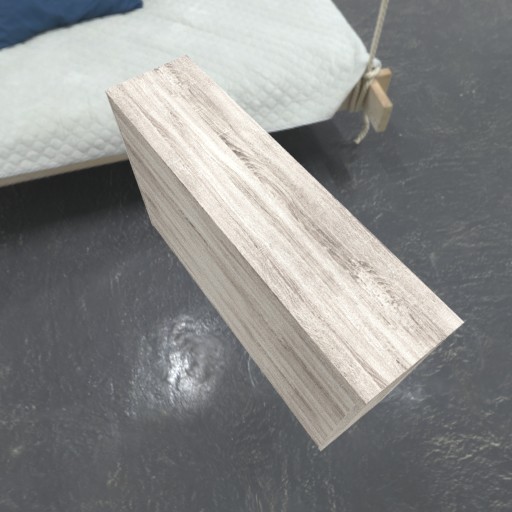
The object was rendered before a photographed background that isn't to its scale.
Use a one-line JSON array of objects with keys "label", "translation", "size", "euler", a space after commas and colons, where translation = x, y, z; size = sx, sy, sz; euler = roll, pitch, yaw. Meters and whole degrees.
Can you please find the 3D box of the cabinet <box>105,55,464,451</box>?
[{"label": "cabinet", "translation": [0.000, 0.000, 1.846], "size": [0.380, 0.900, 1.450], "euler": [-32, 64, -18]}]
